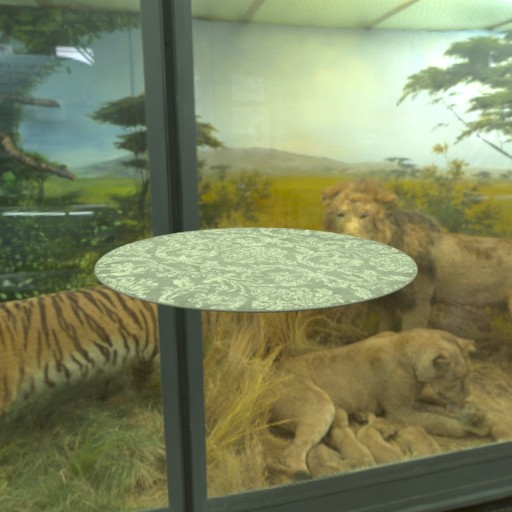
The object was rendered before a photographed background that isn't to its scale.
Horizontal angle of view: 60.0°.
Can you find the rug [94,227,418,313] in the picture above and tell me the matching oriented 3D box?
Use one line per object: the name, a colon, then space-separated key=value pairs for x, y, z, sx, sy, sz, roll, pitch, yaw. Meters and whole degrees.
rug: x=0.000 y=0.000 z=2.315 sx=1.593 sy=0.012 sz=1.593 roll=0 pitch=14 yaw=0
